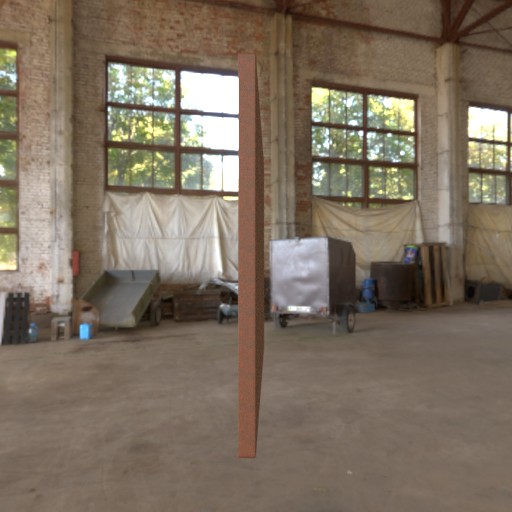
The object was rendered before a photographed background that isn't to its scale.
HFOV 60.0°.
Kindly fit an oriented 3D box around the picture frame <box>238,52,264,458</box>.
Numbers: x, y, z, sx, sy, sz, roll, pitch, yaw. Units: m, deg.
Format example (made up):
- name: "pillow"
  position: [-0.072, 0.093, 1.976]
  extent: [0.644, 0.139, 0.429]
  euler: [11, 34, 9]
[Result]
- name: "picture frame"
  position: [0.000, 0.000, 1.775]
  extent: [0.045, 1.018, 1.329]
  euler: [0, 0, 2]
